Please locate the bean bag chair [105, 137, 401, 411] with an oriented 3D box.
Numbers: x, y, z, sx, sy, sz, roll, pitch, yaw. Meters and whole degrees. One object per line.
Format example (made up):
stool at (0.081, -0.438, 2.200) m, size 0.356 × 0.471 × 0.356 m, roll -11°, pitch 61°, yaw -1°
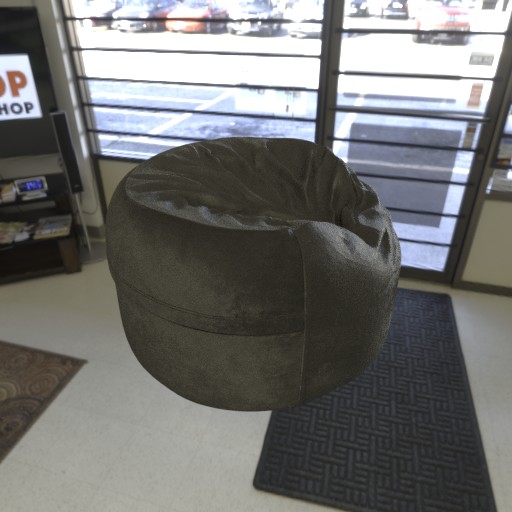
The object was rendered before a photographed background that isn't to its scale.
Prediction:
bean bag chair at (0.000, 0.000, 1.468) m, size 0.918 × 0.605 × 0.918 m, roll 0°, pitch 31°, yaw 0°
